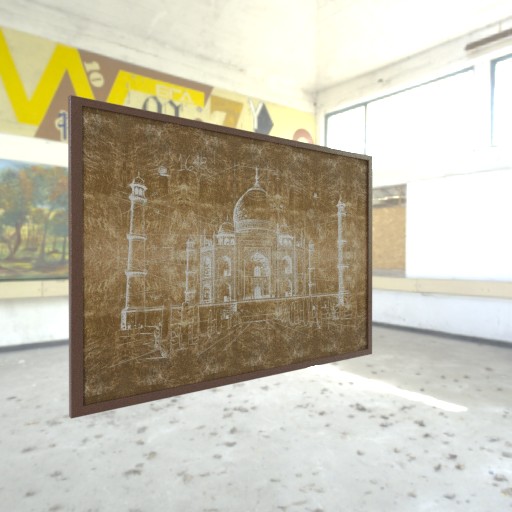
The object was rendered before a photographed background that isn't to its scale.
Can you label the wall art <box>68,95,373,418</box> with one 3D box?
[{"bbox_3d":[0.000,0.000,0.825,0.660,0.455,0.014,0,1,-37],"label":"wall art"}]
